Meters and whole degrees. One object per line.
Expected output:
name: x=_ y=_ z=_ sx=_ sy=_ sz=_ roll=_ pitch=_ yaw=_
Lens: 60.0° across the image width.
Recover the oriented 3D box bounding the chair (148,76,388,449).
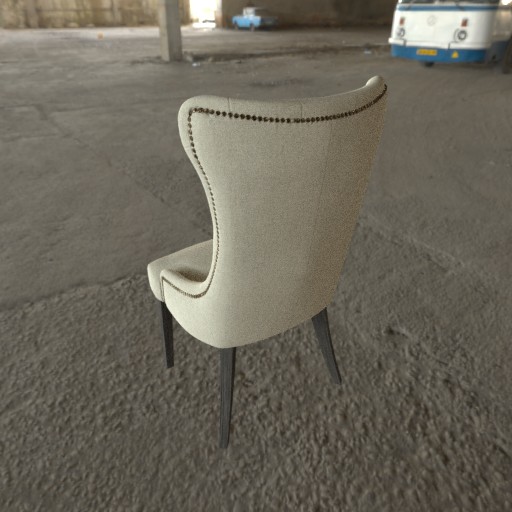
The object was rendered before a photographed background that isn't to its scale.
chair: x=0.000 y=0.000 z=1.396 sx=0.584 sy=1.065 sz=0.590 roll=-18 pitch=34 yaw=-29
